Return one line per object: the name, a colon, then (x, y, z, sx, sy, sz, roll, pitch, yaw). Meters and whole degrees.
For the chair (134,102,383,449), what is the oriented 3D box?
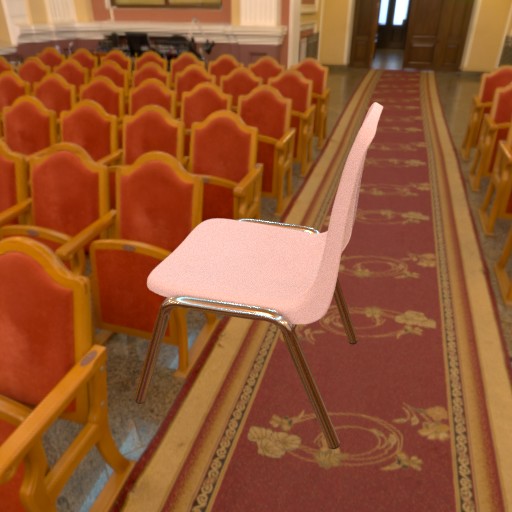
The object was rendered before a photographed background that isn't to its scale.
chair: (0.000, 0.000, 0.867, 0.423, 0.586, 0.354, 9, 31, 15)
